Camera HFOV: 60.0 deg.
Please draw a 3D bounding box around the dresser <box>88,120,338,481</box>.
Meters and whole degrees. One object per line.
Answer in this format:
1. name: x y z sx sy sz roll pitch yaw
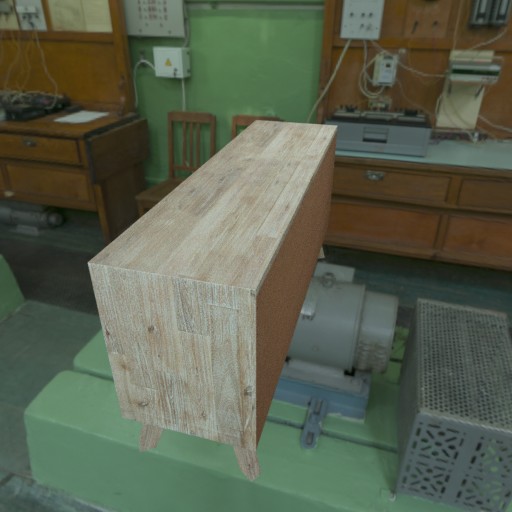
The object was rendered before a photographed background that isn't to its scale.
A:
1. dresser: 0.000 0.000 1.960 0.455 0.788 1.602 8 31 14
